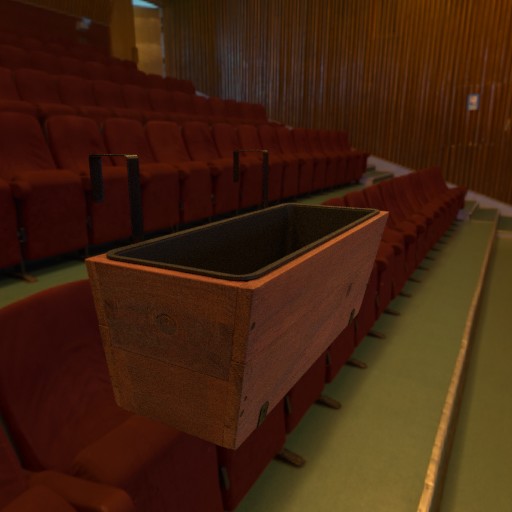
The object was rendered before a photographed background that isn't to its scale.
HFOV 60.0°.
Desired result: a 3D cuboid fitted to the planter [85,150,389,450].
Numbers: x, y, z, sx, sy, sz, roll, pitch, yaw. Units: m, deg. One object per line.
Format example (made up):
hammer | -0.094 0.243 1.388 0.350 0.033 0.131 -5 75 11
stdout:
planter | 0.000 0.000 0.637 0.262 0.289 0.480 8 16 28
